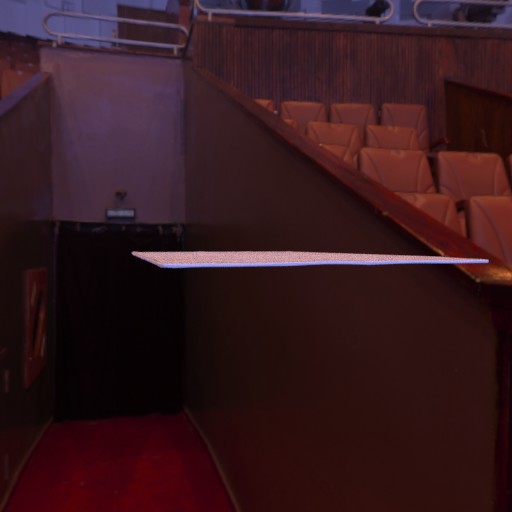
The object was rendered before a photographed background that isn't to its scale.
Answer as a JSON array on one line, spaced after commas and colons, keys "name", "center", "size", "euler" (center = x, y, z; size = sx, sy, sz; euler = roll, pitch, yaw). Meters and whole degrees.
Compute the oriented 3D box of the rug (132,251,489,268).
[{"name": "rug", "center": [0.000, 0.000, 3.012], "size": [1.521, 0.034, 2.438], "euler": [0, 1, -18]}]
